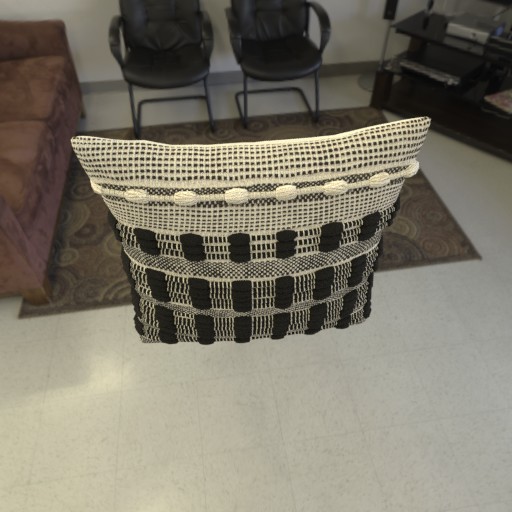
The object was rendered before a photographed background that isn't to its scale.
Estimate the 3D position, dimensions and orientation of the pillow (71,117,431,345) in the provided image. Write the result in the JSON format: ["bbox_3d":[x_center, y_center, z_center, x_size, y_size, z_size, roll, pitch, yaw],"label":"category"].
[{"bbox_3d":[0.000,0.000,0.681,0.436,0.438,0.156,-4,47,-4],"label":"pillow"}]
